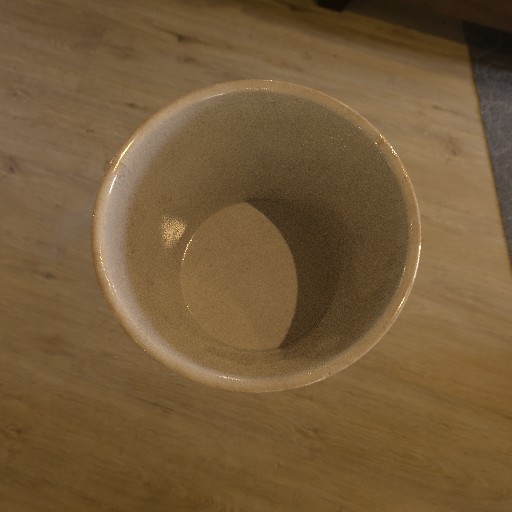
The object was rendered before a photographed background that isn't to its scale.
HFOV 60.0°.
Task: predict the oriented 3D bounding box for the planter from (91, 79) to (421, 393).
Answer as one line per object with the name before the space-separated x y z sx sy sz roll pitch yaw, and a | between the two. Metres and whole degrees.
planter | 0.000 0.000 0.220 0.126 0.104 0.126 0 75 0
